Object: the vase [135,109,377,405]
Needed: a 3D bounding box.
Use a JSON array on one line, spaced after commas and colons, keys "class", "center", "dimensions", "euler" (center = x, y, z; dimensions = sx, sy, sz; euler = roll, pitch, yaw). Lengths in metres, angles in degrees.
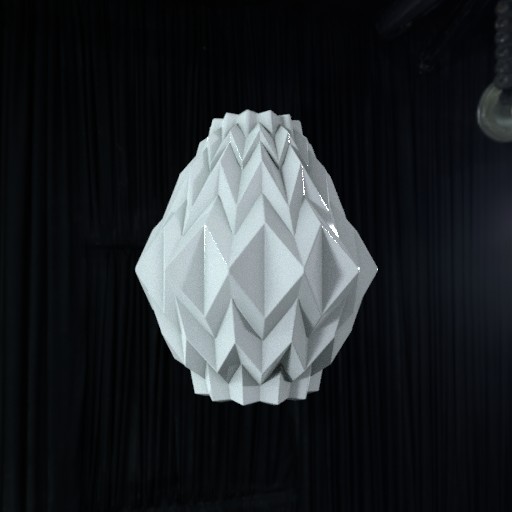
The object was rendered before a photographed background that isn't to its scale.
[{"class": "vase", "center": [0.000, 0.000, 0.310], "dimensions": [0.164, 0.185, 0.164], "euler": [0, -1, 0]}]
